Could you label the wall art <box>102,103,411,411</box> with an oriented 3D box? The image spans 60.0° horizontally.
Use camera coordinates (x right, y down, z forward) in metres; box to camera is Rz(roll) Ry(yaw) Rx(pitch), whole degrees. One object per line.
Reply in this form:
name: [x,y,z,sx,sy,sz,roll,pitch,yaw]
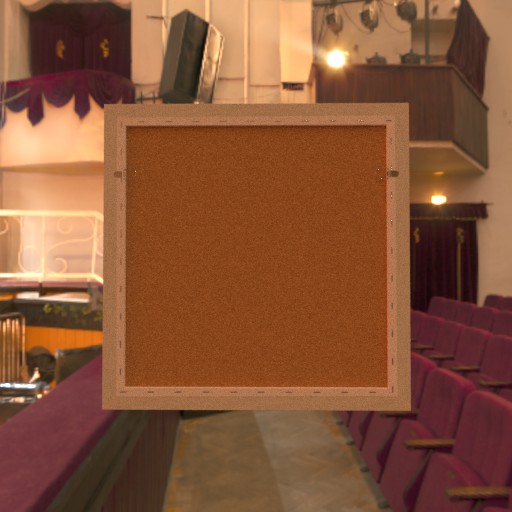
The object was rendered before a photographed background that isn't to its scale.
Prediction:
wall art: [0.000,0.000,1.488,1.016,1.016,0.045,0,-1,1]
